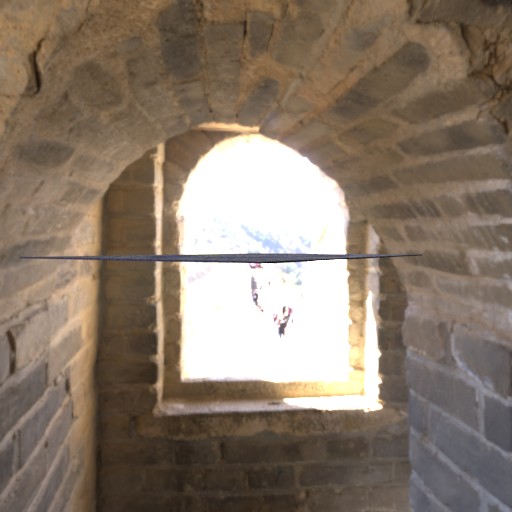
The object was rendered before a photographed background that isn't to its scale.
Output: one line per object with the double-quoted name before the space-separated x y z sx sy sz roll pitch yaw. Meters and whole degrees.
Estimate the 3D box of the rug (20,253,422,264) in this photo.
"rug" 0.000 0.000 3.763 2.053 0.011 2.940 1 1 34
